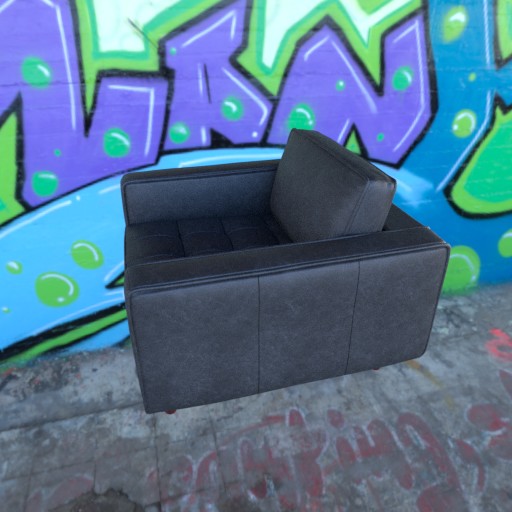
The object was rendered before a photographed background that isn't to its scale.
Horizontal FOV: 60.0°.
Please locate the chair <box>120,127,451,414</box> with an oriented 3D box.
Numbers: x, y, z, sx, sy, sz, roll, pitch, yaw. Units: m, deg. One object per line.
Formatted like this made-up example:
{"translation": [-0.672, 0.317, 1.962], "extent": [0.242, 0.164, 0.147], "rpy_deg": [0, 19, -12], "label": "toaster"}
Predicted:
{"translation": [0.000, 0.000, 1.595], "extent": [0.914, 0.763, 0.889], "rpy_deg": [-8, 31, -13], "label": "chair"}
